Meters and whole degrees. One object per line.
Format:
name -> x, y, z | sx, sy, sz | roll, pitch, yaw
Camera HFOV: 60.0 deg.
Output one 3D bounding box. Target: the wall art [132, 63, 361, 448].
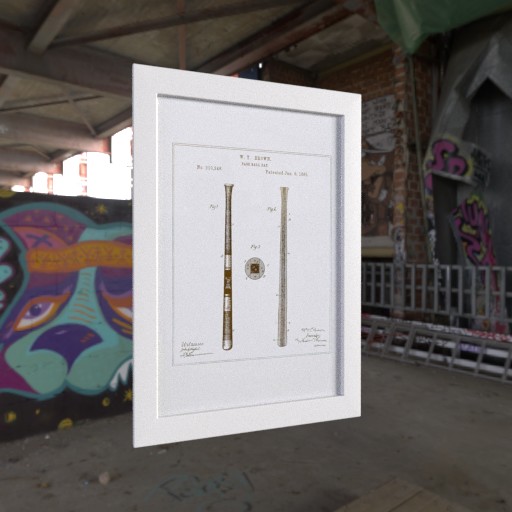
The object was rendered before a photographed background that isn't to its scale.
wall art -> 0.000, 0.000, 0.614 | 0.329, 0.482, 0.011 | 0, 0, -19
